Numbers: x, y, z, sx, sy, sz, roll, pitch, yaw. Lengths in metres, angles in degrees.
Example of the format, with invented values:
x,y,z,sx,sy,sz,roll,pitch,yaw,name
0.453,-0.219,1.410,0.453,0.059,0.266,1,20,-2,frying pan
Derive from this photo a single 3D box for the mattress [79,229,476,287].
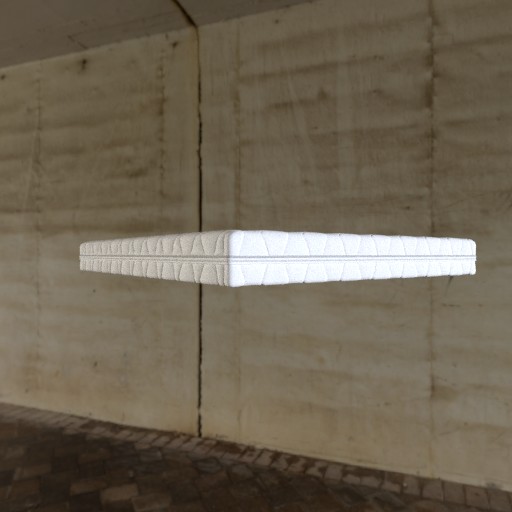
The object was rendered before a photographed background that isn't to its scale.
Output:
x,y,z,sx,sy,sz,roll,pitch,yaw,name
0.000,0.000,2.712,1.600,0.200,1.900,0,0,-36,mattress
